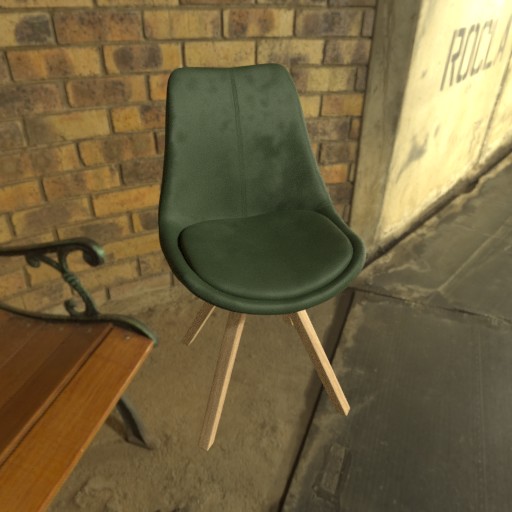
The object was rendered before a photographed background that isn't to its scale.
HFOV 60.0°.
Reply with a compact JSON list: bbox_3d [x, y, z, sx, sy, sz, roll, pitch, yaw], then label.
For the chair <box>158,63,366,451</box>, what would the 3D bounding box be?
[{"bbox_3d":[0.000,0.000,1.168,0.483,0.865,0.547,-9,32,-14],"label":"chair"}]
